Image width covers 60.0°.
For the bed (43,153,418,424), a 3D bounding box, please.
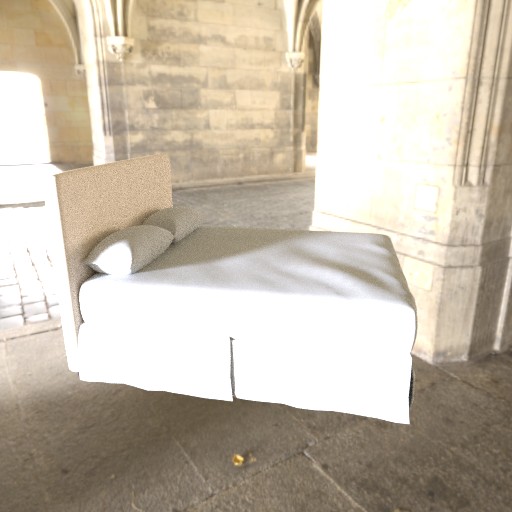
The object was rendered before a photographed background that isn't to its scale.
[{"bbox_3d":[0.000,0.000,3.238,2.142,1.330,1.748,3,18,11],"label":"bed"}]
